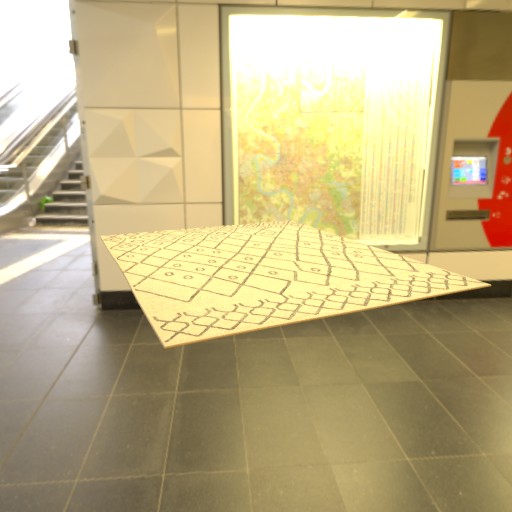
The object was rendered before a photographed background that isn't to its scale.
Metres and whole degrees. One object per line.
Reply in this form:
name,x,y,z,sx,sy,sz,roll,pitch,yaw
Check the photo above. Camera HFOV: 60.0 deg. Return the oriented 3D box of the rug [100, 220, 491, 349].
rug,0.000,0.000,4.116,2.446,0.015,3.046,-7,16,-24
